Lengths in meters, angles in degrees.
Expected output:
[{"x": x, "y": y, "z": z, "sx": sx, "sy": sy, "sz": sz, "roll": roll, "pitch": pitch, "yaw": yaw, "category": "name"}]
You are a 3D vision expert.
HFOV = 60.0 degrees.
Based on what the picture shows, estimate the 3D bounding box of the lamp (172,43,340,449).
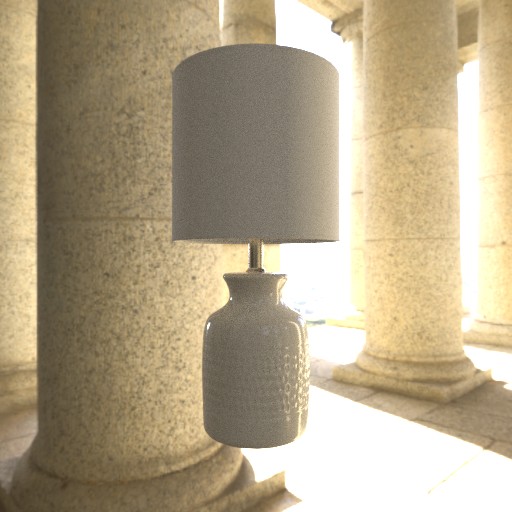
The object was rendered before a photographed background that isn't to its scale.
[{"x": 0.000, "y": 0.000, "z": 0.502, "sx": 0.188, "sy": 0.392, "sz": 0.188, "roll": 0, "pitch": 0, "yaw": 17, "category": "lamp"}]
